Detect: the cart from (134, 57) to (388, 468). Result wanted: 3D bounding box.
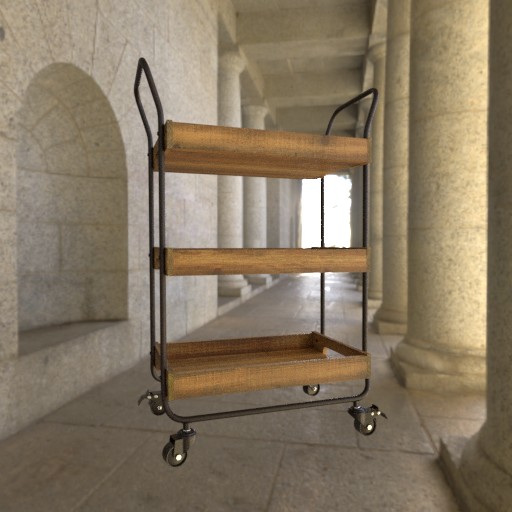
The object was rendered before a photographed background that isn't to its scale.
[{"bbox_3d":[0.000,0.000,1.124,0.583,0.857,0.339,0,1,-19],"label":"cart"}]
